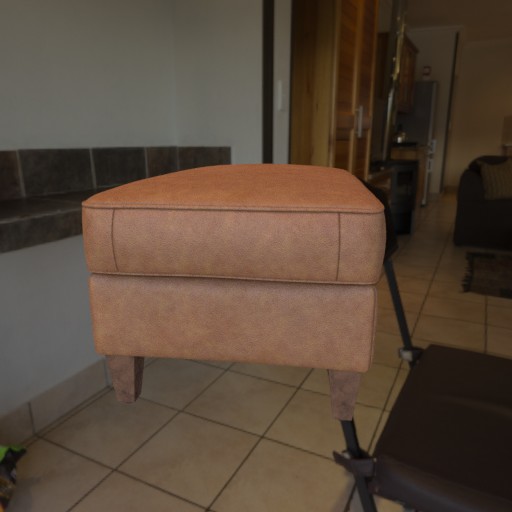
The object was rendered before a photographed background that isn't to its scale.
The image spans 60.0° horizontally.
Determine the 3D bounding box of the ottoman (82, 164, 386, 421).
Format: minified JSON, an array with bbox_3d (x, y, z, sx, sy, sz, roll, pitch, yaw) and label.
[{"bbox_3d":[0.000,0.000,1.219,0.584,0.483,0.864,2,15,8],"label":"ottoman"}]
